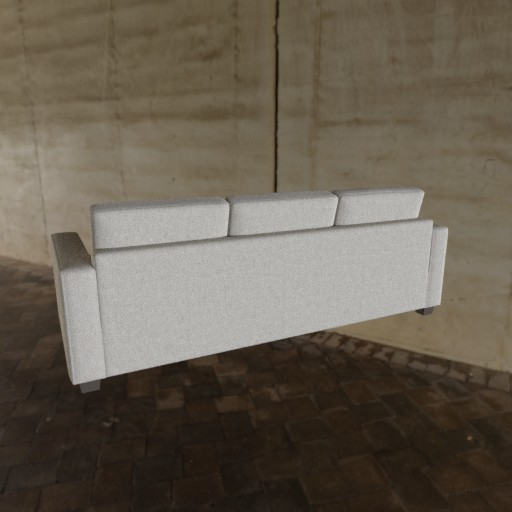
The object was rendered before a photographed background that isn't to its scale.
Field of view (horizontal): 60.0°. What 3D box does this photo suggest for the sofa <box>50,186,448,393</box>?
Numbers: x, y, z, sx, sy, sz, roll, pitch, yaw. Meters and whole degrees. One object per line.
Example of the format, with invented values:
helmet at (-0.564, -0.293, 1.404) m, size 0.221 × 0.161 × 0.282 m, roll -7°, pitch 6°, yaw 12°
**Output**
sofa at (0.000, 0.000, 2.609) m, size 2.160 × 0.800 × 0.900 m, roll -7°, pitch 16°, yaw -25°
